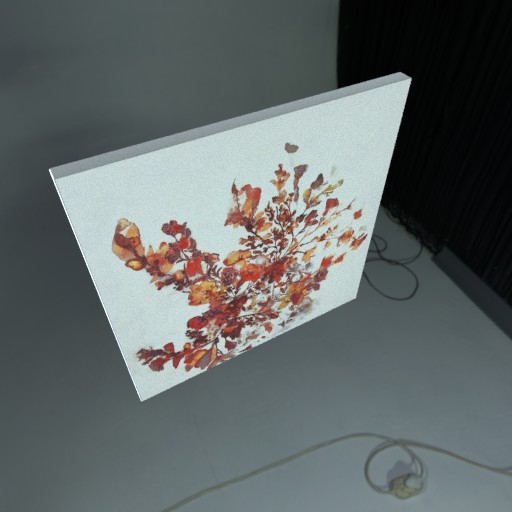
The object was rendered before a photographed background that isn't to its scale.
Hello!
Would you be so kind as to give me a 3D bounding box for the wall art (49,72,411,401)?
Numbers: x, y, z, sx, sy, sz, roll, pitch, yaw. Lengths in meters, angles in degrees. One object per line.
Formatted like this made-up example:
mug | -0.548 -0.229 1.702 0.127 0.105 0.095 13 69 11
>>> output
wall art | 0.000 0.000 1.483 1.009 1.009 0.049 -22 50 -20
